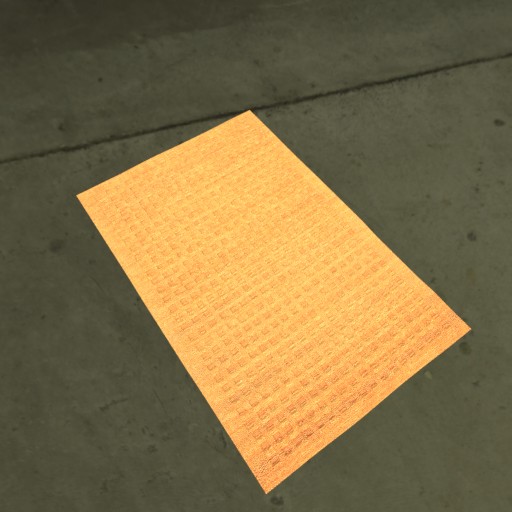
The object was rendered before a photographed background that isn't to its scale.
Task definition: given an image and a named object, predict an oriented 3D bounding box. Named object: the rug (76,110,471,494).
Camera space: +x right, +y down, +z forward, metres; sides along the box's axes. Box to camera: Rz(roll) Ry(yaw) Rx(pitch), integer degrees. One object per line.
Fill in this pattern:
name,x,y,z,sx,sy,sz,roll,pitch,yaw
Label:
rug,0.000,0.000,2.194,1.143,0.006,1.747,-31,64,-17
